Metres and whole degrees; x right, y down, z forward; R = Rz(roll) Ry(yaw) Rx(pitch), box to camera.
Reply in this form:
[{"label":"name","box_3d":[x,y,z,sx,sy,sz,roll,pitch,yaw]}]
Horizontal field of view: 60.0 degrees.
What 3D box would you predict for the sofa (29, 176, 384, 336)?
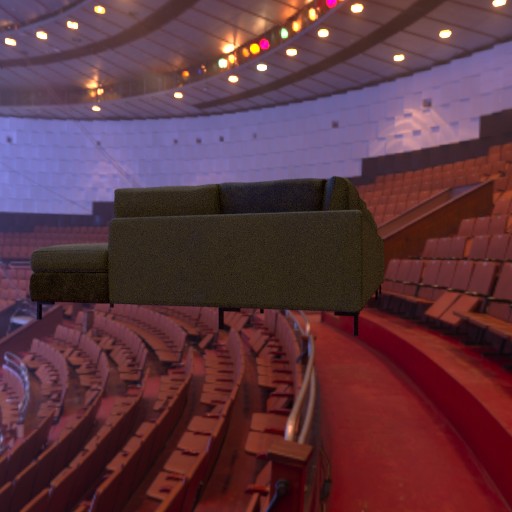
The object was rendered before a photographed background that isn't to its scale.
[{"label":"sofa","box_3d":[0.000,0.000,3.218,1.707,0.687,2.486,0,-1,18]}]
